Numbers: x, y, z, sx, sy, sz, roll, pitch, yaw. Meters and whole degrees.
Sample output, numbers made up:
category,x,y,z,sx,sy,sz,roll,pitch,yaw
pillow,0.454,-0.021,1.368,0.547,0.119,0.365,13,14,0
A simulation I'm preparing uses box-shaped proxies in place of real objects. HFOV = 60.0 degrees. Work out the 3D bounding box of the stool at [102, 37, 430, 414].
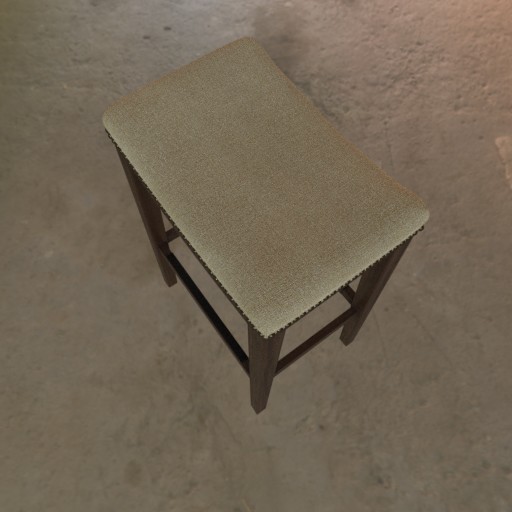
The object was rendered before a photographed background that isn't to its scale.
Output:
category,x,y,z,sx,sy,sz,roll,pitch,yaw
stool,0.000,0.000,1.048,0.363,0.768,0.509,-33,68,-15
